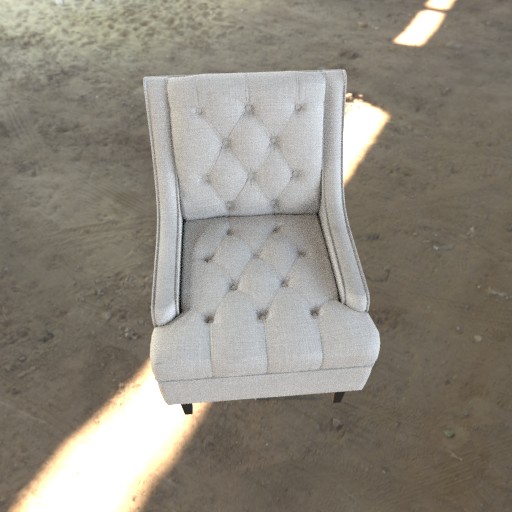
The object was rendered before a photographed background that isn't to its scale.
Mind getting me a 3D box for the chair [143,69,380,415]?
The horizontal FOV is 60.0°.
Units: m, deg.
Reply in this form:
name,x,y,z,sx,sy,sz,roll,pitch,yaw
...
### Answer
name,x,y,z,sx,sy,sz,roll,pitch,yaw
chair,0.000,0.000,1.441,0.658,0.891,0.772,-3,47,-3
